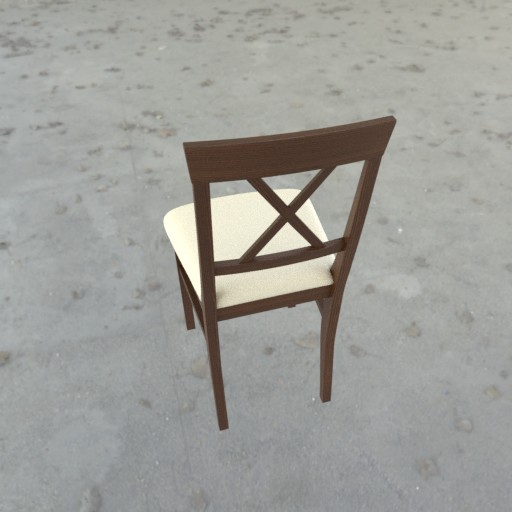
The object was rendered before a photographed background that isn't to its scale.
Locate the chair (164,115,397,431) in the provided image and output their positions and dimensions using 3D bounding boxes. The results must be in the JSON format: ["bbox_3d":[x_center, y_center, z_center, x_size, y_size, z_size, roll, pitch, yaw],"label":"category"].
[{"bbox_3d":[0.000,0.000,1.188,0.440,0.913,0.480,-11,42,-12],"label":"chair"}]
